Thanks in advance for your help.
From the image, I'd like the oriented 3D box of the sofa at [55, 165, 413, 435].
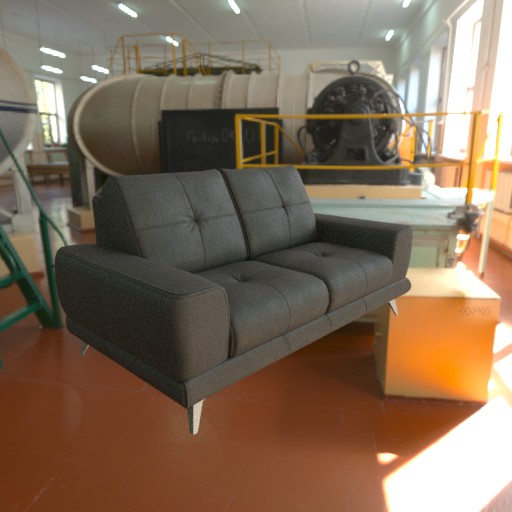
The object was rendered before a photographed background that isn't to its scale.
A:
[{"bbox_3d":[0.000,0.000,2.412,1.018,0.907,1.806,13,20,42],"label":"sofa"}]
